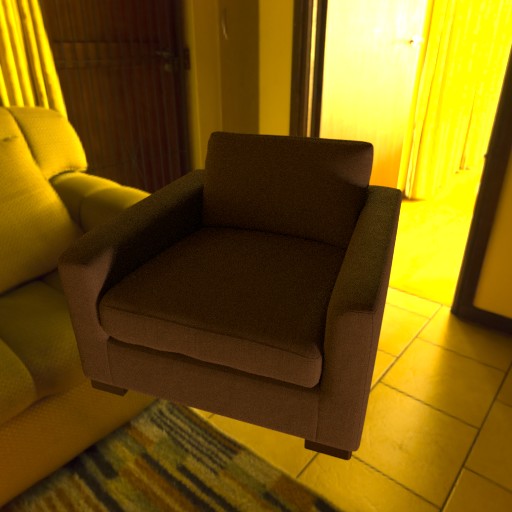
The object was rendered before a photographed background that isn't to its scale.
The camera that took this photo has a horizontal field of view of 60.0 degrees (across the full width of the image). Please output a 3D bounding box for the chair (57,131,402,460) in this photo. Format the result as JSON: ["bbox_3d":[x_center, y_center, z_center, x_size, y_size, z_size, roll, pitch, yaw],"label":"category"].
[{"bbox_3d":[0.000,0.000,1.839,1.070,0.847,1.100,9,27,18],"label":"chair"}]
